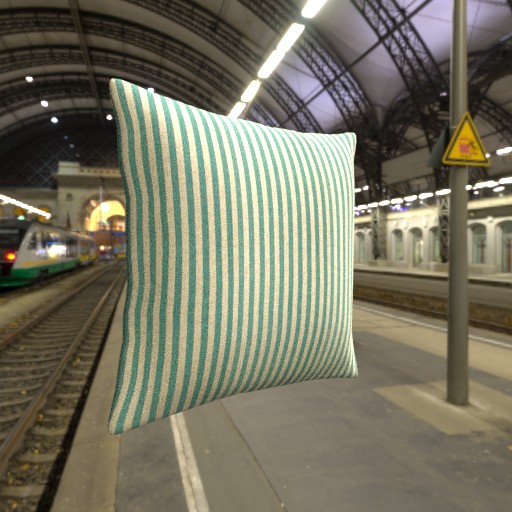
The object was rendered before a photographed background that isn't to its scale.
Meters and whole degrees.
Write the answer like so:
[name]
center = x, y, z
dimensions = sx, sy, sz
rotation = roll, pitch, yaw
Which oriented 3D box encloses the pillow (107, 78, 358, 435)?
[pillow]
center = 0.000, 0.000, 0.777
dimensions = 0.523, 0.510, 0.166
rotation = -1, 1, -36
